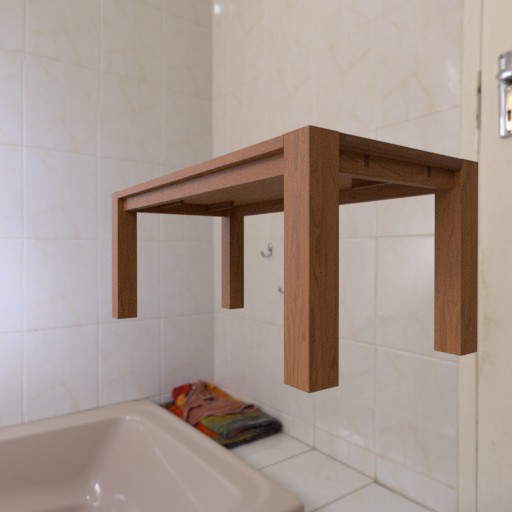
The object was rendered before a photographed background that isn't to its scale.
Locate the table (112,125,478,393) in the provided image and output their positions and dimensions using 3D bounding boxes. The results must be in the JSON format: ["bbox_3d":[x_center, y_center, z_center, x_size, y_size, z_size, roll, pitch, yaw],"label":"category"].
[{"bbox_3d":[0.000,0.000,2.246,0.900,0.760,1.800,0,1,-35],"label":"table"}]
